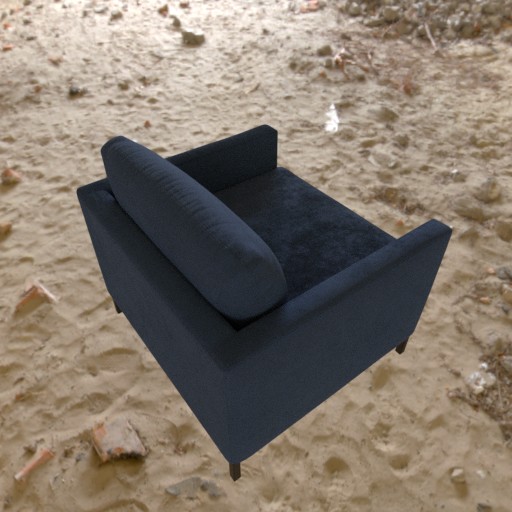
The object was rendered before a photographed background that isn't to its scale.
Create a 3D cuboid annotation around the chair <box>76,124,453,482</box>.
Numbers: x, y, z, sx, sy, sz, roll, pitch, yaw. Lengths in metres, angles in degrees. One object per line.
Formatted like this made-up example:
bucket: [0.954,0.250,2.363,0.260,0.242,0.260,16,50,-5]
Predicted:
chair: [0.000,0.000,1.588,0.875,0.812,0.964,-27,48,-27]
